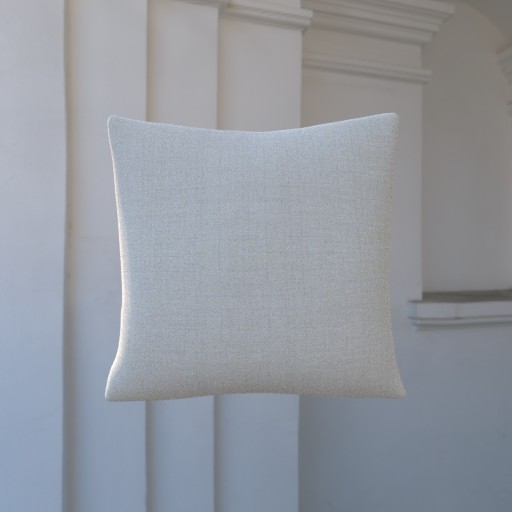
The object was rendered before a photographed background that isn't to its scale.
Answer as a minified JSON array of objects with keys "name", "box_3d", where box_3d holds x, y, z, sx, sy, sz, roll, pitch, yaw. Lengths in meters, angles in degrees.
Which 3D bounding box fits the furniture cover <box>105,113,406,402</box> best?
[{"name":"furniture cover","box_3d":[0.000,0.000,0.646,0.435,0.420,0.145,0,-1,-1]}]
